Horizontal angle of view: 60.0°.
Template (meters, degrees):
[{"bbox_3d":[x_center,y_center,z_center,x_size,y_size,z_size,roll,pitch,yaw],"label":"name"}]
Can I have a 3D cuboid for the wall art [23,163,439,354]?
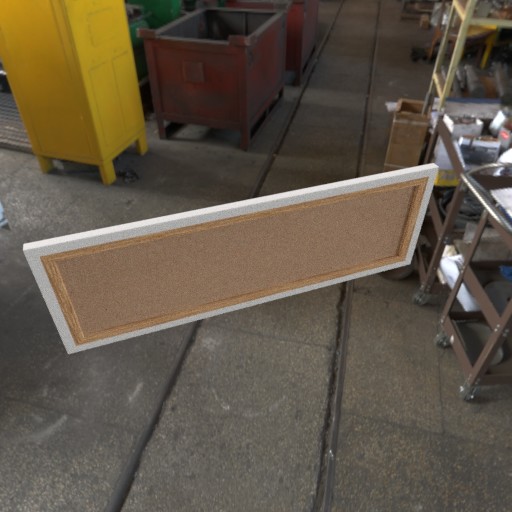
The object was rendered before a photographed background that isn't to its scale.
[{"bbox_3d":[0.000,0.000,1.722,1.520,0.507,0.039,-13,42,-15],"label":"wall art"}]
